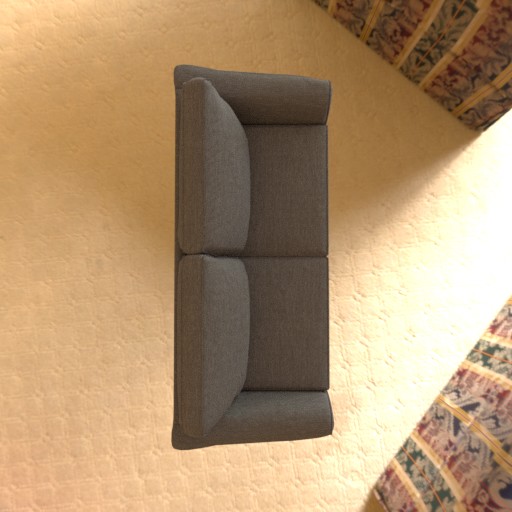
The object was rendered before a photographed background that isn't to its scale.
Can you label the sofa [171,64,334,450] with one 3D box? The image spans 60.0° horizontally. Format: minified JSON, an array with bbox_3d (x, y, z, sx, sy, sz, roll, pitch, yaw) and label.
[{"bbox_3d":[0.000,0.000,2.842,0.971,0.950,2.270,0,88,1],"label":"sofa"}]
